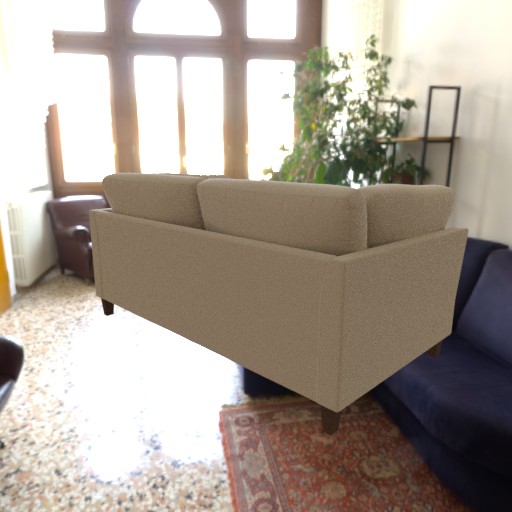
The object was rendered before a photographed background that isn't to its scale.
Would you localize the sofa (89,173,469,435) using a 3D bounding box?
[{"bbox_3d":[0.000,0.000,2.302,1.776,0.836,0.970,13,18,44],"label":"sofa"}]
